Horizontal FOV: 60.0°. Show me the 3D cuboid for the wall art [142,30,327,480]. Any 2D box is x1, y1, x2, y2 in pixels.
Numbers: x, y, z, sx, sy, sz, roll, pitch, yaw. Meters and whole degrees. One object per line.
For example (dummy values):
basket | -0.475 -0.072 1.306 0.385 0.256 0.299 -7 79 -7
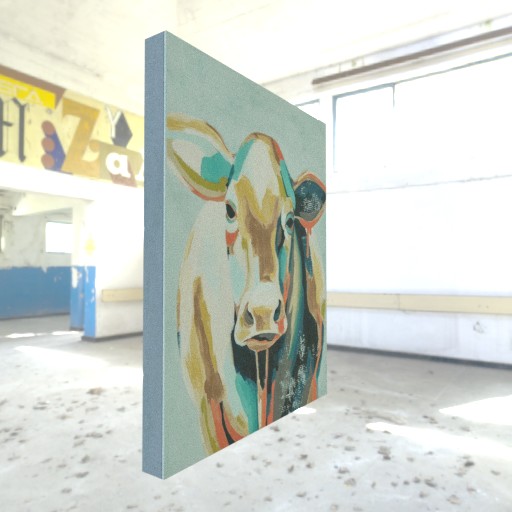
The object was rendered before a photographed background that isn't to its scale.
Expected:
wall art | 0.000 0.000 0.678 0.037 0.509 0.409 -1 -2 35
